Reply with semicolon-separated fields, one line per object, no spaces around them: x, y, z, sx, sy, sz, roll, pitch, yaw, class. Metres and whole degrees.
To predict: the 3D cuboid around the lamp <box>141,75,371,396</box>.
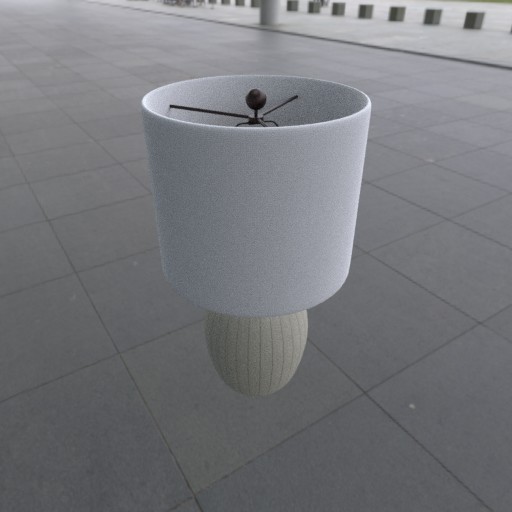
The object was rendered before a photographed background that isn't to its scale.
0.000;0.000;0.789;0.329;0.570;0.329;-10;34;-15;lamp
